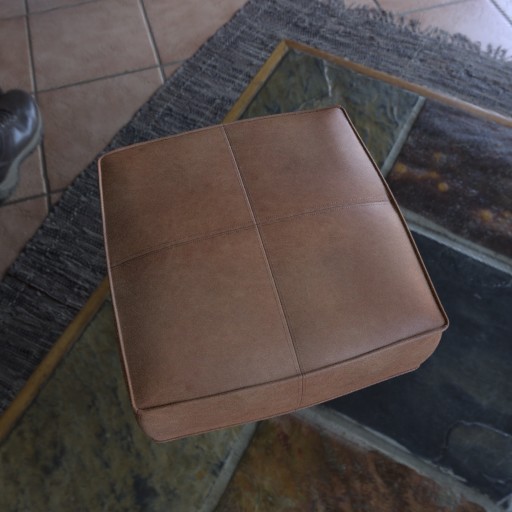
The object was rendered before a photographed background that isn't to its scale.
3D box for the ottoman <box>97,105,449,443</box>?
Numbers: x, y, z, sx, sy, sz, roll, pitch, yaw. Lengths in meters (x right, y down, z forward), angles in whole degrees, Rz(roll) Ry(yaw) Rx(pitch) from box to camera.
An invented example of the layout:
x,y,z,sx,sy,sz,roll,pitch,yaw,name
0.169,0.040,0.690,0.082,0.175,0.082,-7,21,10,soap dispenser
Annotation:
x,y,z,sx,sy,sz,roll,pitch,yaw,name
0.000,0.000,1.371,0.902,0.395,0.901,-14,64,-7,ottoman
